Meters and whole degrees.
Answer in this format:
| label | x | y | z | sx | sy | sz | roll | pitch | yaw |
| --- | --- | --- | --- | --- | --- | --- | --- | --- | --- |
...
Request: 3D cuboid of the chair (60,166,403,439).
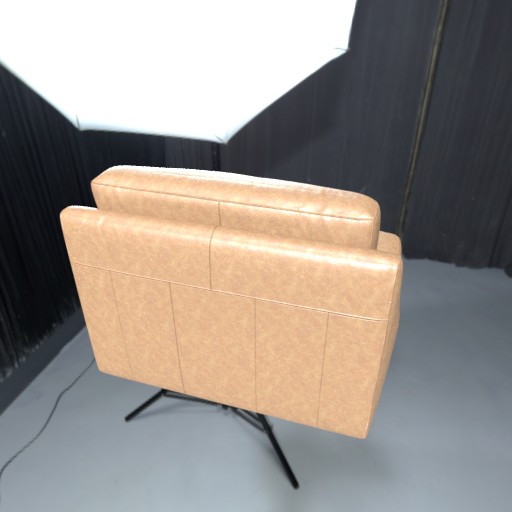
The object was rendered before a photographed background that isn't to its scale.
| label | x | y | z | sx | sy | sz | roll | pitch | yaw |
| --- | --- | --- | --- | --- | --- | --- | --- | --- | --- |
| chair | 0.000 | 0.000 | 2.026 | 1.276 | 0.978 | 1.050 | 9 | 32 | 15 |
